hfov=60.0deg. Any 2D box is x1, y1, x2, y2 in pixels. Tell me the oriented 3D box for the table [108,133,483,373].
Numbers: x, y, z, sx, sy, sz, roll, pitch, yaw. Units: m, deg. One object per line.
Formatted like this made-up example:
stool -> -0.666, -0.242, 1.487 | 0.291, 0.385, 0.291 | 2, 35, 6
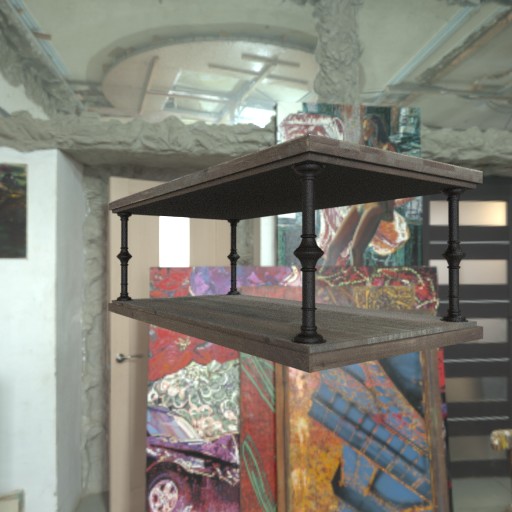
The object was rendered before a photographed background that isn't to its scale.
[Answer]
table -> 0.000, 0.000, 1.340 | 0.554, 0.399, 1.088 | 0, -1, -35
